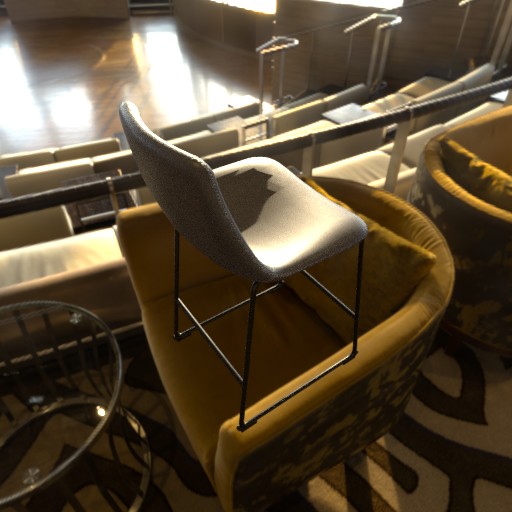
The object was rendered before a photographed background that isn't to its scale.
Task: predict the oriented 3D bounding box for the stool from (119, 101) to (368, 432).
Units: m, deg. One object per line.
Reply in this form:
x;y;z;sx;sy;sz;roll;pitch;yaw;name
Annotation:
0.000;0.000;1.219;0.546;0.876;0.470;-25;47;-26;stool
